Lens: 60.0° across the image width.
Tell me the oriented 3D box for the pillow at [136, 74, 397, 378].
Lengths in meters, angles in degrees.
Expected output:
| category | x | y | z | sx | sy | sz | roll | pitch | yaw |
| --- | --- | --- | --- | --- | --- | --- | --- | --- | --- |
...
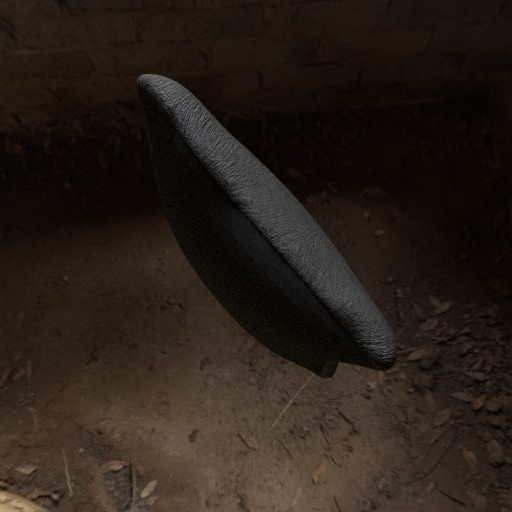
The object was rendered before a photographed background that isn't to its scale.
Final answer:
| category | x | y | z | sx | sy | sz | roll | pitch | yaw |
| --- | --- | --- | --- | --- | --- | --- | --- | --- | --- |
| pillow | 0.000 | 0.000 | 0.810 | 0.210 | 0.523 | 0.533 | -38 | 77 | -10 |
